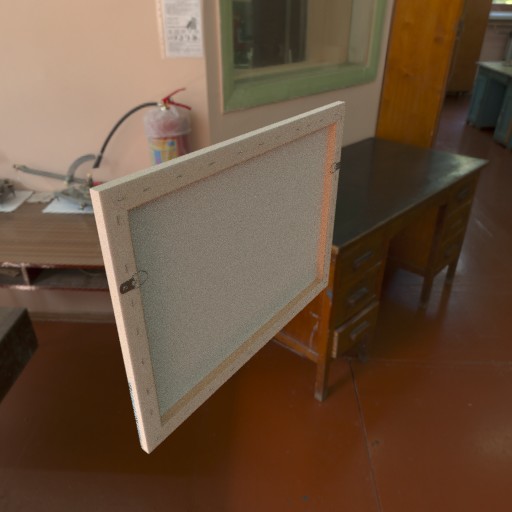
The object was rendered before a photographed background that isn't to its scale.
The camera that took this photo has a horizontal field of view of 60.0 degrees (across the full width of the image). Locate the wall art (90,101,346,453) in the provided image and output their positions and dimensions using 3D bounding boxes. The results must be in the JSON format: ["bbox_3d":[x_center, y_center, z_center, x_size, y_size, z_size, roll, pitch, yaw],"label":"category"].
[{"bbox_3d":[0.000,0.000,1.646,0.042,0.912,1.219,20,36,31],"label":"wall art"}]
